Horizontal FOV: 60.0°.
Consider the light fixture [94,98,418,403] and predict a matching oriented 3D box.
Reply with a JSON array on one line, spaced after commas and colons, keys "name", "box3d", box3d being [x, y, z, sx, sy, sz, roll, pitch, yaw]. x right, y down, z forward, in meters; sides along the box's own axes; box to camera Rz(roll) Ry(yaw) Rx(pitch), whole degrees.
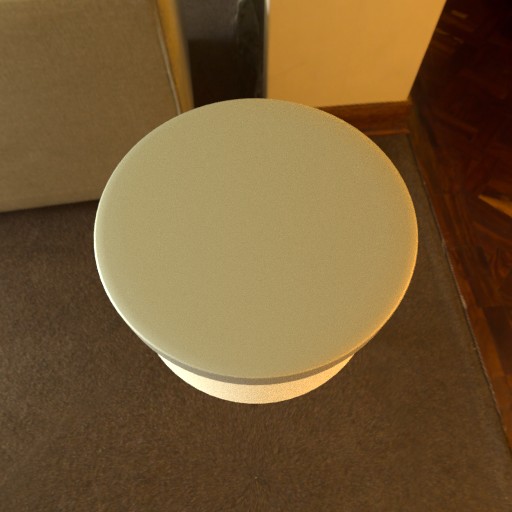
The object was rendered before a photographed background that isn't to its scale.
[{"name": "light fixture", "box3d": [0.000, 0.000, 0.644, 0.393, 0.229, 0.393, 0, 63, 0]}]
